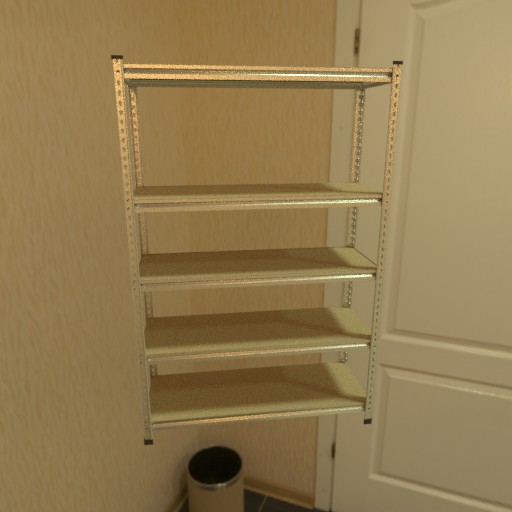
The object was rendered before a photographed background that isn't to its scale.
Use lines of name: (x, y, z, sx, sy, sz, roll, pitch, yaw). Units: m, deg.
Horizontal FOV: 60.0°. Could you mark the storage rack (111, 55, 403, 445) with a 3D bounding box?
storage rack: (0.000, 0.000, 2.296, 1.219, 1.829, 0.457, -2, 17, -8)
